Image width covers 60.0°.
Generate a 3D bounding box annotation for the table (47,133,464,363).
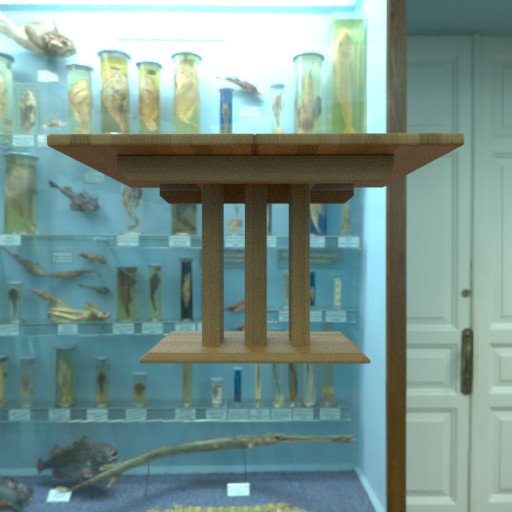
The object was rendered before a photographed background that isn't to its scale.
[{"bbox_3d":[0.000,0.000,1.824,1.300,0.770,0.900,0,0,0],"label":"table"}]
